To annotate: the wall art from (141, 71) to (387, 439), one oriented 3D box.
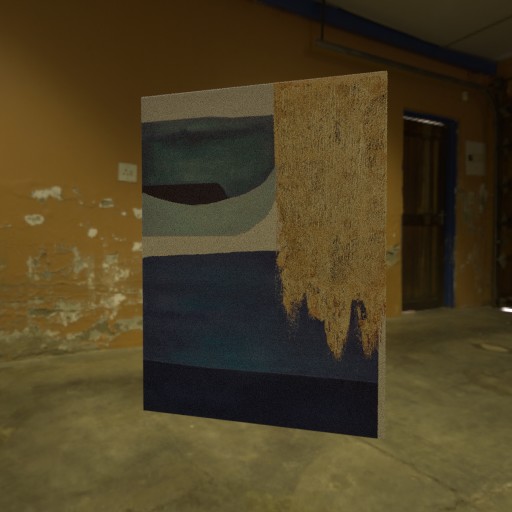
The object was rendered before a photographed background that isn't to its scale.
[{"bbox_3d":[0.000,0.000,0.815,0.458,0.613,0.026,0,1,16],"label":"wall art"}]
